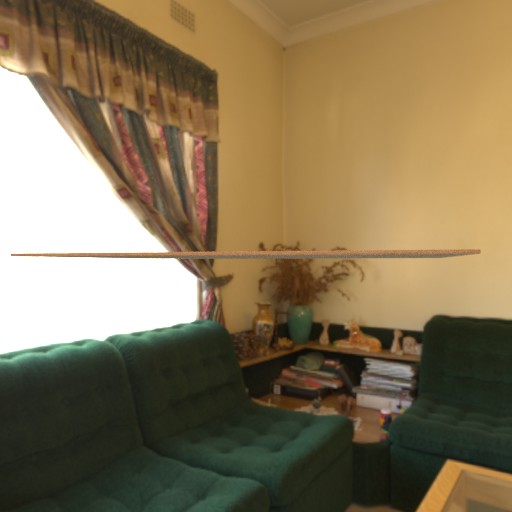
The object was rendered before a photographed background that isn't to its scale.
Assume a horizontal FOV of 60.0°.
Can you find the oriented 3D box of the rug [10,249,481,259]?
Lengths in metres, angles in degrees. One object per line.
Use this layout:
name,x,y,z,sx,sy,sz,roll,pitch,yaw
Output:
rug,0.000,0.000,2.207,1.829,0.014,1.219,0,-1,17
